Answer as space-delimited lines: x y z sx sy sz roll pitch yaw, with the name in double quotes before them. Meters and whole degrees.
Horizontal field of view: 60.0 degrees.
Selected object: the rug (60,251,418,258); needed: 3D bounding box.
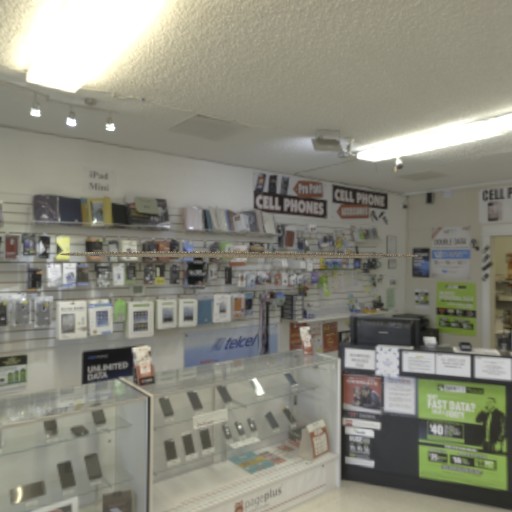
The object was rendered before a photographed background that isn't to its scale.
"rug" 0.000 0.000 2.983 2.432 0.006 1.520 1 -1 -35
